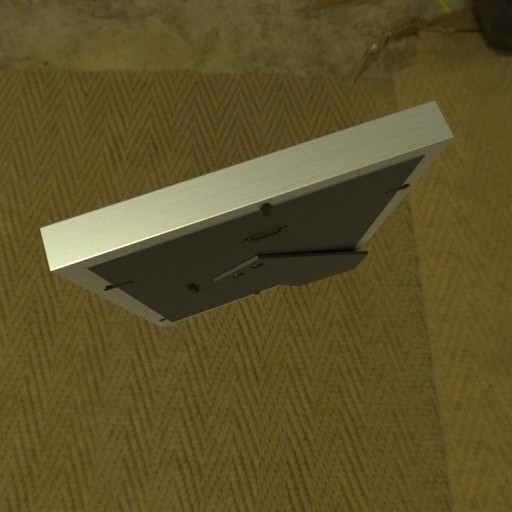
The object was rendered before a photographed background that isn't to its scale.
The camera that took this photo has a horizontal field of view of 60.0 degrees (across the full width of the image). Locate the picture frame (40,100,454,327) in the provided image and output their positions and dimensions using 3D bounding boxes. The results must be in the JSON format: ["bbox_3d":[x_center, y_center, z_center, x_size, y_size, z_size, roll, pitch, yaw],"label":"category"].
[{"bbox_3d":[0.000,0.000,0.378,0.233,0.282,0.036,-19,76,-5],"label":"picture frame"}]
